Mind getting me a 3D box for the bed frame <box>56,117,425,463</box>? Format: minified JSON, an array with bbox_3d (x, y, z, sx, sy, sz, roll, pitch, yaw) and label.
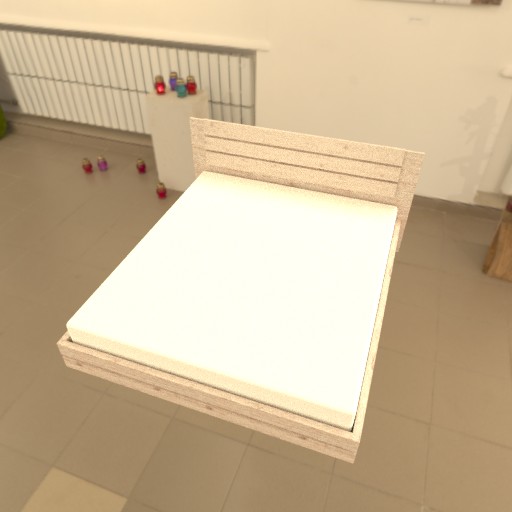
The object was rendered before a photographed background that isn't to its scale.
[{"bbox_3d":[0.000,0.000,3.138,1.950,0.970,2.080,13,42,15],"label":"bed frame"}]
